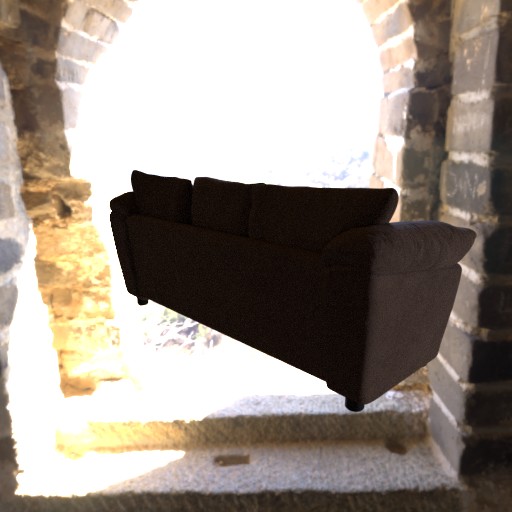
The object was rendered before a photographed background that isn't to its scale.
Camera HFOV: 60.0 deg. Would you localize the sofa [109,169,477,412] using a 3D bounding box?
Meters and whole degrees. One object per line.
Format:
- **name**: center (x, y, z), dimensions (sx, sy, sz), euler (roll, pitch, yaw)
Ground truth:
- **sofa**: center (0.000, 0.000, 2.798), dimensions (0.878, 1.015, 2.336), euler (-13, 19, -42)
